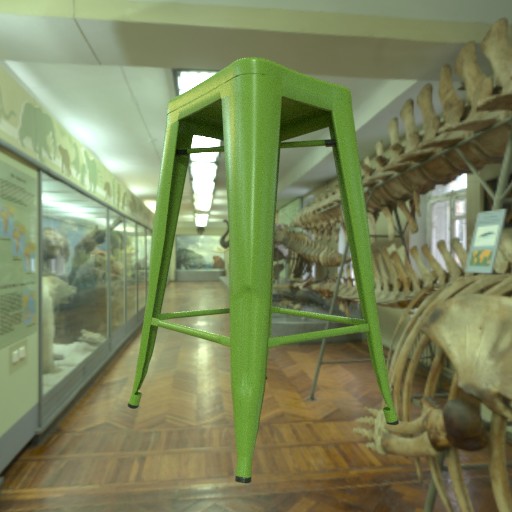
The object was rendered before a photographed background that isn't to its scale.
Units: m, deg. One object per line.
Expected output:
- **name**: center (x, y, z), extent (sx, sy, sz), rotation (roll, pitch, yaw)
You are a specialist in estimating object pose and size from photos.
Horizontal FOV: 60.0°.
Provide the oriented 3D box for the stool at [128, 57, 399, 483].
- **stool**: center (0.000, 0.000, 0.848), extent (0.358, 0.609, 0.398), rotation (0, 0, -38)
